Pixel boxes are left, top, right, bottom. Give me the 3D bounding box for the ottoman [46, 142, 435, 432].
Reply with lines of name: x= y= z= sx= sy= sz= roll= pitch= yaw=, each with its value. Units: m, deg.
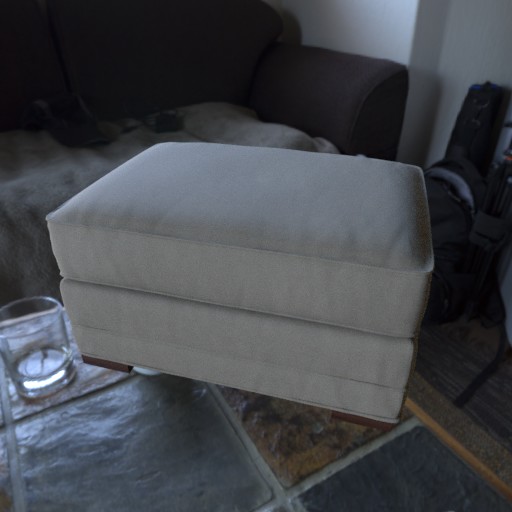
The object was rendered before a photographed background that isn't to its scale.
ottoman: x=0.000 y=0.000 z=1.213 sx=0.848 sy=0.482 sz=0.611 roll=8 pitch=32 yaw=13
